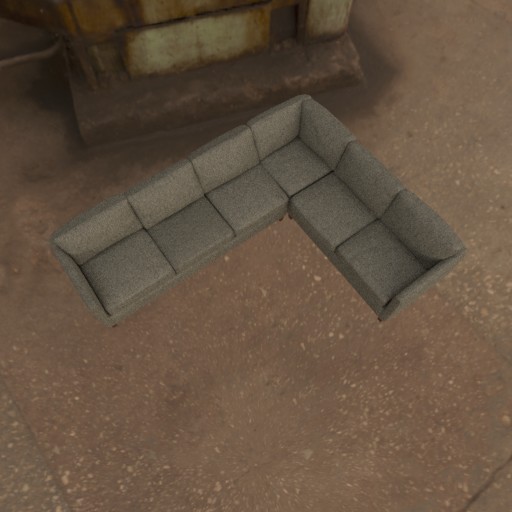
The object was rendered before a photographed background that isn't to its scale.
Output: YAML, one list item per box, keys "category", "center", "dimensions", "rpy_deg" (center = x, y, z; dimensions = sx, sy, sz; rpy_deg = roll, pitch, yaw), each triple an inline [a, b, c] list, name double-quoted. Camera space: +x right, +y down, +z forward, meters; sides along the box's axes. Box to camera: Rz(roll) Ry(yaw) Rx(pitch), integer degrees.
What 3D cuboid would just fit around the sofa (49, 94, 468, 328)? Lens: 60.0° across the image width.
- category: "sofa"
  center: [0.000, 0.000, 4.547]
  dimensions: [3.302, 0.947, 2.593]
  rpy_deg: [-33, 69, -14]
